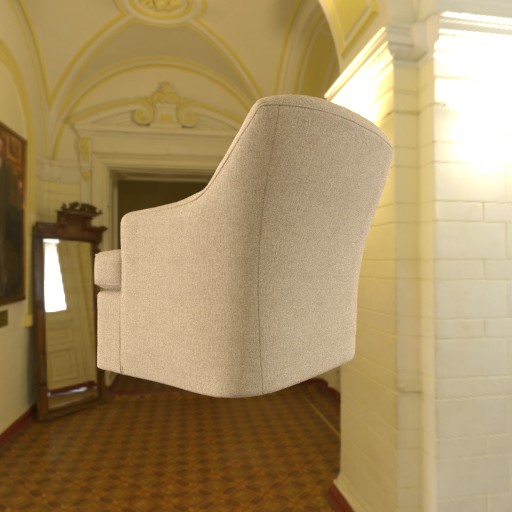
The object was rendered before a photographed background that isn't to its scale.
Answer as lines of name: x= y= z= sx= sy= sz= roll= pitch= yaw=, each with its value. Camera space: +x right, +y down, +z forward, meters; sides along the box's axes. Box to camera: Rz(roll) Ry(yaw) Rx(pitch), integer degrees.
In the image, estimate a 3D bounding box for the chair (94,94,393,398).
chair: x=0.000 y=0.000 z=1.634 sx=0.923 sy=0.856 sz=0.864 roll=-1 pitch=-2 yaw=36
